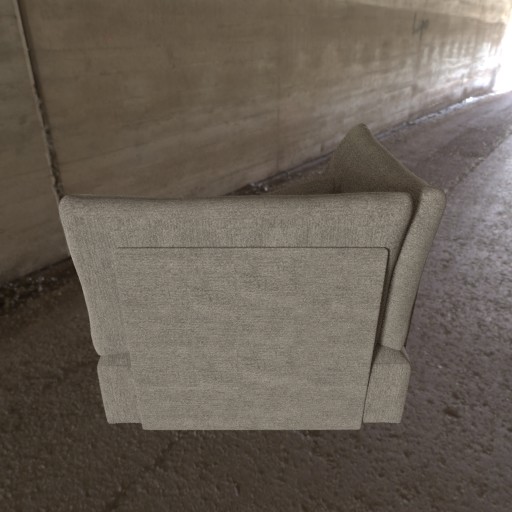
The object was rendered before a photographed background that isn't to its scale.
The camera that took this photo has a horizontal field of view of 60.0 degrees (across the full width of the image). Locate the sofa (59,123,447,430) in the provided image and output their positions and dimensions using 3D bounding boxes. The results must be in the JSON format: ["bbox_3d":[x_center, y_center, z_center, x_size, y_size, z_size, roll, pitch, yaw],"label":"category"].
[{"bbox_3d":[0.000,0.000,1.690,1.000,0.820,1.000,0,27,0],"label":"sofa"}]
